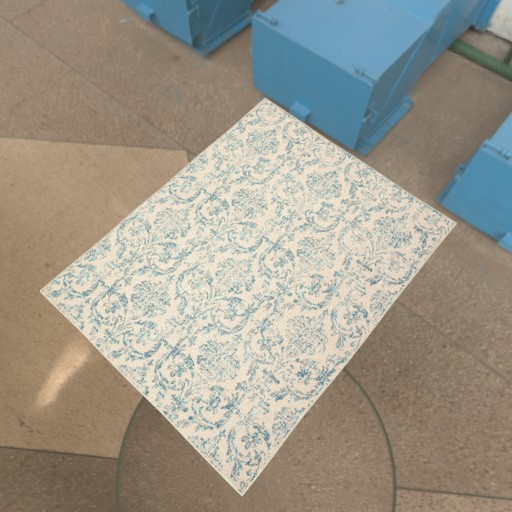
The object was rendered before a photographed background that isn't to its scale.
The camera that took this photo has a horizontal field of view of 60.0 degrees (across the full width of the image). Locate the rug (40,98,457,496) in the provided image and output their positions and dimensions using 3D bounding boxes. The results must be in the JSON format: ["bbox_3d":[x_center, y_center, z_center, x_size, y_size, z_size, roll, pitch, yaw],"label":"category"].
[{"bbox_3d":[0.000,0.000,3.975,2.363,0.012,2.980,38,70,17],"label":"rug"}]
